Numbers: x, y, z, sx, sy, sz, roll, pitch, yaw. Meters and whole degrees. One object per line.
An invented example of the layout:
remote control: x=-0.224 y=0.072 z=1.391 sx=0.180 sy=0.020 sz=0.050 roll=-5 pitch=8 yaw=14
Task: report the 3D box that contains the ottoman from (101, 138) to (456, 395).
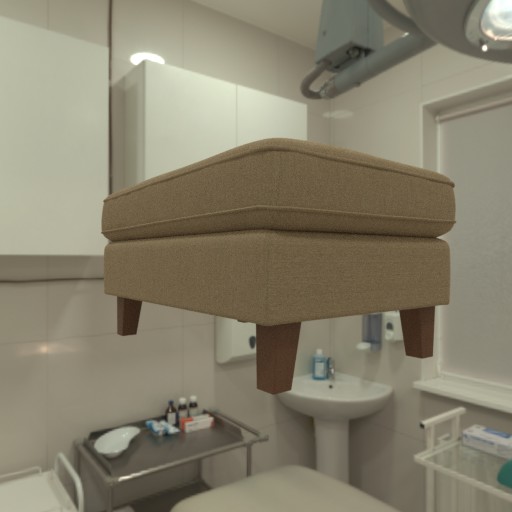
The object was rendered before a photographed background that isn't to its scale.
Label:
ottoman: x=0.000 y=0.000 z=1.314 sx=0.636 sy=0.521 sz=0.945 roll=0 pitch=0 yaw=-37
